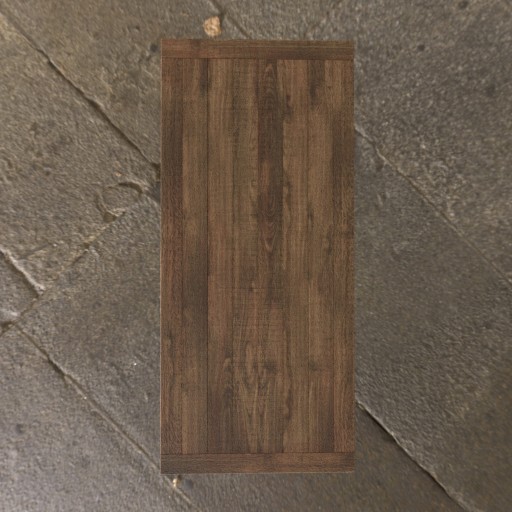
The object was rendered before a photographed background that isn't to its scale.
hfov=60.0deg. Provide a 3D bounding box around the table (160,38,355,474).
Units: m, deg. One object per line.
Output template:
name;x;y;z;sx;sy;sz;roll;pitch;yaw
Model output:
table;0.000;0.000;2.440;0.907;0.733;2.031;0;89;-1
